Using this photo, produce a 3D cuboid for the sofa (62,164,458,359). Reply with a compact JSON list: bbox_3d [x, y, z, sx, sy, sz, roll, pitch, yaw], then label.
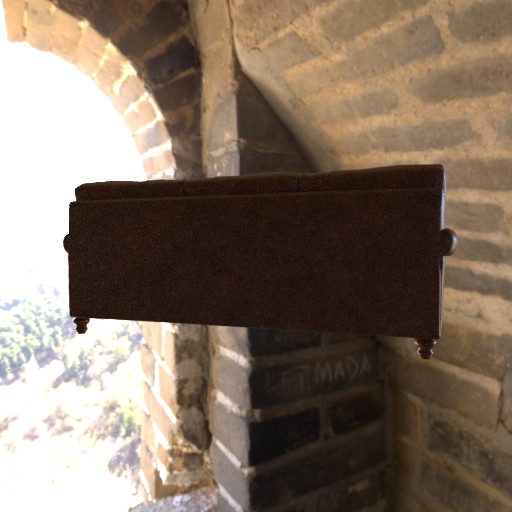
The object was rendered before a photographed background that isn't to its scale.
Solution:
[{"bbox_3d":[0.000,0.000,2.867,2.351,0.977,0.973,0,1,18],"label":"sofa"}]
